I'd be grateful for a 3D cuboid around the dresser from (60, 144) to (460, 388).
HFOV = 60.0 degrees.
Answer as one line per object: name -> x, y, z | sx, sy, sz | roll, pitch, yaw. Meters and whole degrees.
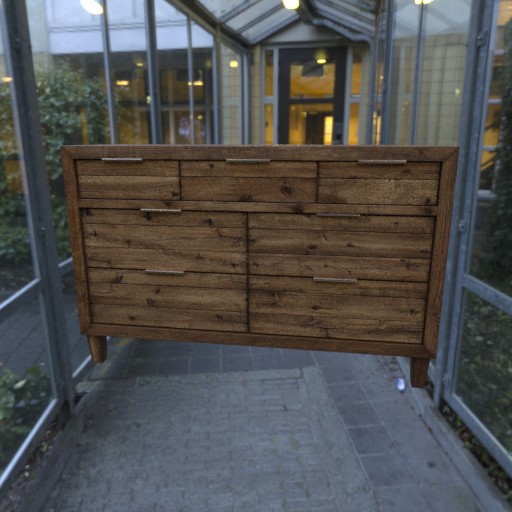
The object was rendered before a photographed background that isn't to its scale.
dresser -> 0.000, 0.000, 1.839 | 1.387, 0.892, 0.438 | 2, 15, 8
